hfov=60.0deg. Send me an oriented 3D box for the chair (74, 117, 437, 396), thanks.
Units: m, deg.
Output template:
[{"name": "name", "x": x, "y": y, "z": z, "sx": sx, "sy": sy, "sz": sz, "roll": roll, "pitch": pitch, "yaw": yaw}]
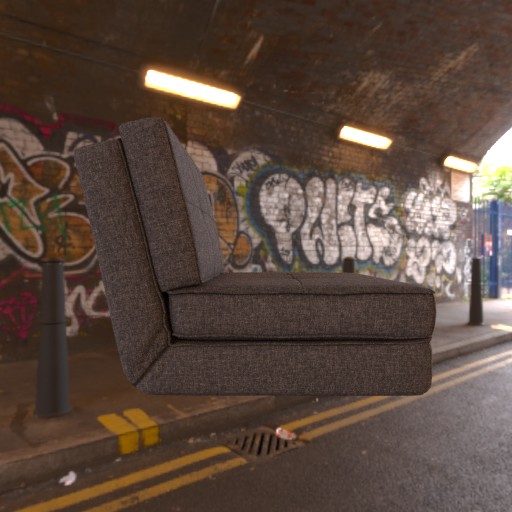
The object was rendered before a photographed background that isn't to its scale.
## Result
[{"name": "chair", "x": 0.000, "y": 0.000, "z": 1.314, "sx": 0.800, "sy": 0.615, "sz": 0.740, "roll": 0, "pitch": 0, "yaw": 0}]
